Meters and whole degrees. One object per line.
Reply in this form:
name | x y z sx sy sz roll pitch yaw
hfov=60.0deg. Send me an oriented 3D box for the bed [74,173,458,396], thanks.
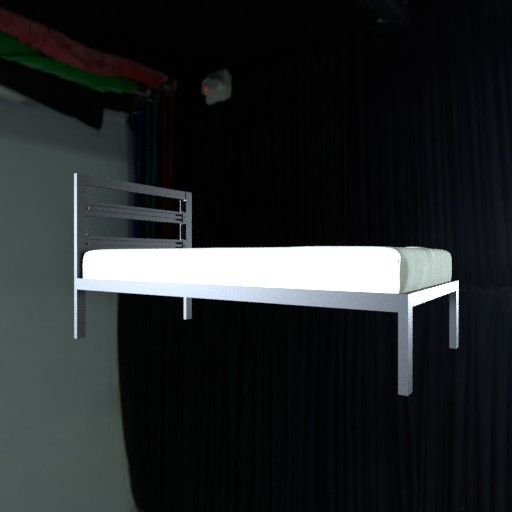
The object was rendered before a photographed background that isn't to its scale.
bed | 0.000 0.000 2.485 1.930 0.967 0.991 0 0 34
